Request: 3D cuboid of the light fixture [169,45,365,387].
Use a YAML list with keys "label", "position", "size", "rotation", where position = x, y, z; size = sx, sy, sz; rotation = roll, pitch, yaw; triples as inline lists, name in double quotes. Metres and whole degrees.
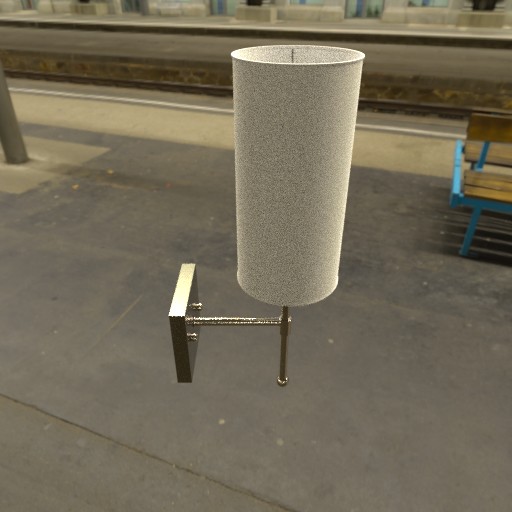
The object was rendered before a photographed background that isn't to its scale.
- label: "light fixture"
  position: [0.000, 0.000, 0.551]
  size: [0.208, 0.462, 0.128]
  rotation: [0, 32, 0]
